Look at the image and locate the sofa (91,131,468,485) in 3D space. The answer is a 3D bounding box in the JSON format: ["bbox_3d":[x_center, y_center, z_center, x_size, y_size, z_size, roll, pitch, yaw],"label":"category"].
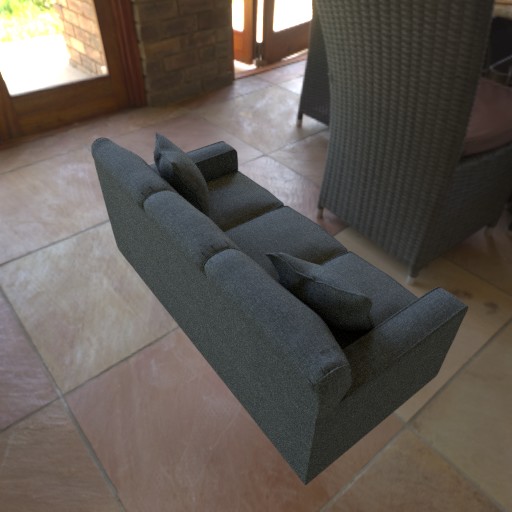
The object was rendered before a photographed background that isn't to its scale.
[{"bbox_3d":[0.000,0.000,2.503,0.997,0.958,2.024,-26,48,-27],"label":"sofa"}]
